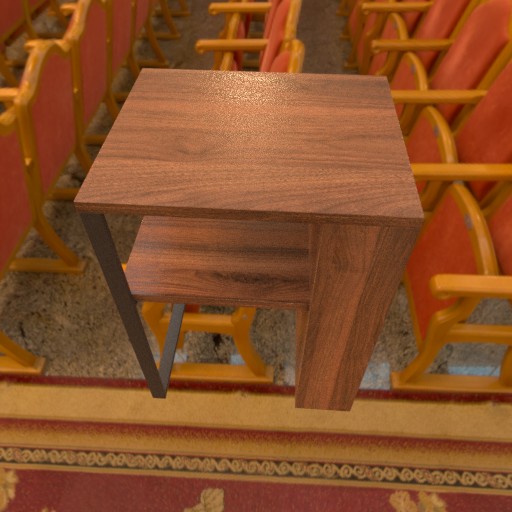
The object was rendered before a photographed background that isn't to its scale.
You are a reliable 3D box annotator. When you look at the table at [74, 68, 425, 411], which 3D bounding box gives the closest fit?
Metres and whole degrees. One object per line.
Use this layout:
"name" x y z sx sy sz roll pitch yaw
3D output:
"table" 0.000 0.000 1.594 0.786 1.041 0.660 3 48 3
